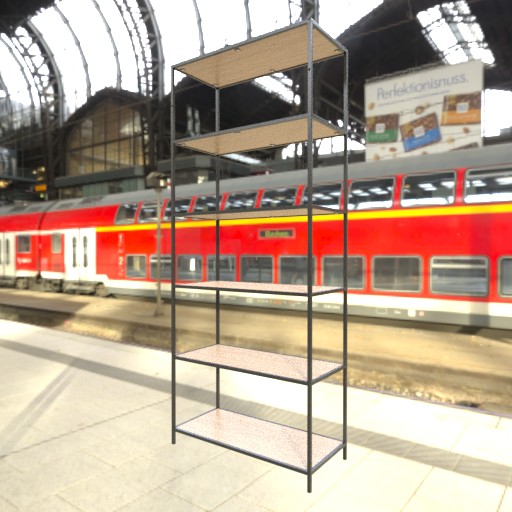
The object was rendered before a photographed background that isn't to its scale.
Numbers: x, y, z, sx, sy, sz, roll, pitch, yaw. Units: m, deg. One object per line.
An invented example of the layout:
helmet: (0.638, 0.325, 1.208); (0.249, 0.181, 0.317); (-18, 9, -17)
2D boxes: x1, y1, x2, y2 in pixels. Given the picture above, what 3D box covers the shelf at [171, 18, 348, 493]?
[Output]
shelf: (0.000, 0.000, 2.088); (0.770, 1.850, 0.350); (1, 1, 35)
